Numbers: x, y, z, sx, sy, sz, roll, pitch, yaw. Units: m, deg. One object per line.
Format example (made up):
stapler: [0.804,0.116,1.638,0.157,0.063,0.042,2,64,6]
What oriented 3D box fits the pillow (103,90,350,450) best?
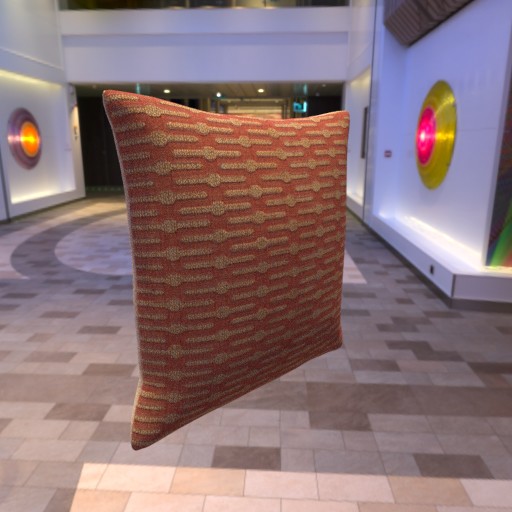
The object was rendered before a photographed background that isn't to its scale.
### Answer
pillow: [0.000,0.000,0.764,0.511,0.503,0.182,-13,19,-42]
